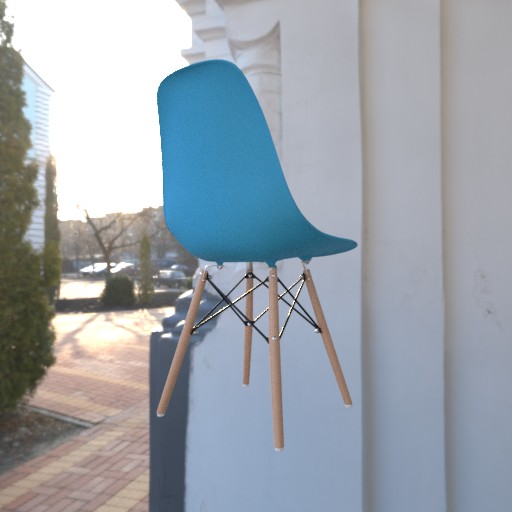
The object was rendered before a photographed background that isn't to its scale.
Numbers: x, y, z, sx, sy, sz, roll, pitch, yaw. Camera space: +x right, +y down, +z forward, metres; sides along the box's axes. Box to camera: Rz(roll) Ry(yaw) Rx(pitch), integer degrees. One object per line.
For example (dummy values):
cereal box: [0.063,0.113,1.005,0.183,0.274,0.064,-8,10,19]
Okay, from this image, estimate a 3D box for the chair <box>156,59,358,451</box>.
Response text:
chair: [0.000,0.000,1.180,0.470,0.826,0.531,-1,-2,36]
